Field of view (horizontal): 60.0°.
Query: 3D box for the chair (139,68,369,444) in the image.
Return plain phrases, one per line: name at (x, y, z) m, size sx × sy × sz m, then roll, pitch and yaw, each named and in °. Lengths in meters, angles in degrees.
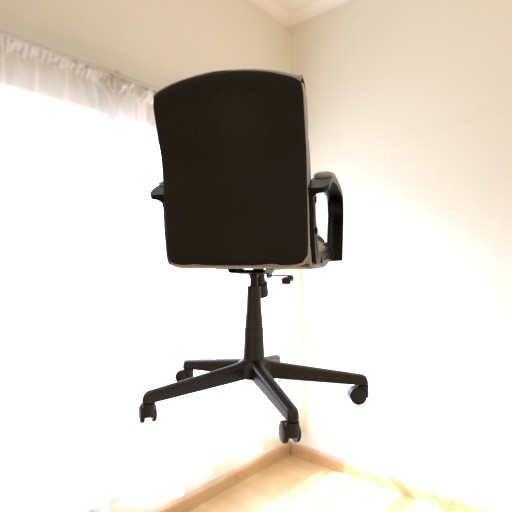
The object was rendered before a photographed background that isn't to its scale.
chair at (0.000, 0.000, 1.516) m, size 0.739 × 1.004 × 0.717 m, roll 0°, pitch -1°, yaw 16°
